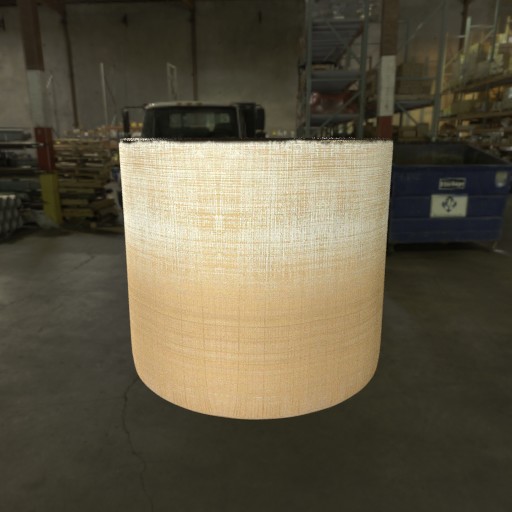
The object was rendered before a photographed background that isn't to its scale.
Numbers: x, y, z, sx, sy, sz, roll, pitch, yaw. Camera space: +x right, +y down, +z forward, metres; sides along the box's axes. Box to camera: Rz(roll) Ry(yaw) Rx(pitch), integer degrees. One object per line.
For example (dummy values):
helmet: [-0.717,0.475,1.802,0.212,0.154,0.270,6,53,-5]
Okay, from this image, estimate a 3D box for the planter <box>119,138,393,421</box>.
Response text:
planter: [0.000,0.000,0.390,0.221,0.201,0.221,0,15,0]
